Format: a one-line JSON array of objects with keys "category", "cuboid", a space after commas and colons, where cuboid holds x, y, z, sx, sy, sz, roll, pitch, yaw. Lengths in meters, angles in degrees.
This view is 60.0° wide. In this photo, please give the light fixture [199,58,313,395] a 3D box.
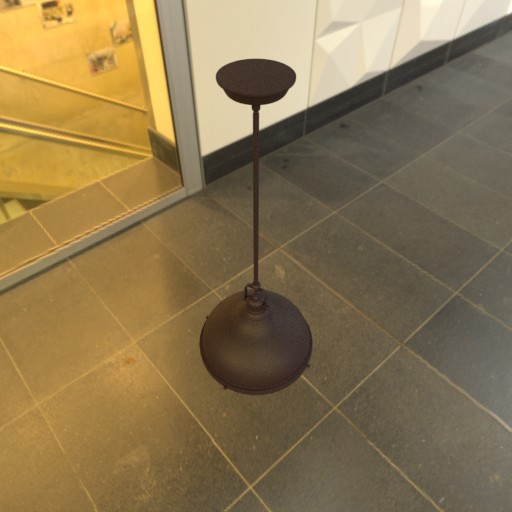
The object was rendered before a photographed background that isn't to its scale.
[{"category": "light fixture", "cuboid": [0.000, 0.000, 1.024, 0.341, 0.849, 0.341, 22, 50, 20]}]
